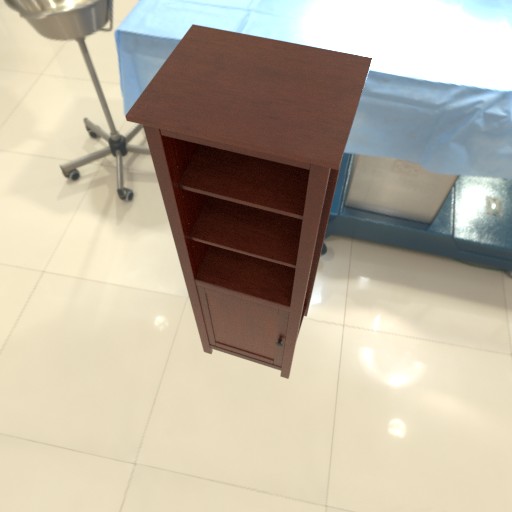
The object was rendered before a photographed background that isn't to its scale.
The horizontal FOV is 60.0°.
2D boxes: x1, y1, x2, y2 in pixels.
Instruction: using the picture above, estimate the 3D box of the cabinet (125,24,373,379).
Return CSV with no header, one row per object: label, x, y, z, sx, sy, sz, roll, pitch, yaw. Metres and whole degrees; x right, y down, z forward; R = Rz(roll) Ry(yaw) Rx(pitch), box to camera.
cabinet,0.000,0.000,1.710,0.500,1.518,0.401,15,58,10
